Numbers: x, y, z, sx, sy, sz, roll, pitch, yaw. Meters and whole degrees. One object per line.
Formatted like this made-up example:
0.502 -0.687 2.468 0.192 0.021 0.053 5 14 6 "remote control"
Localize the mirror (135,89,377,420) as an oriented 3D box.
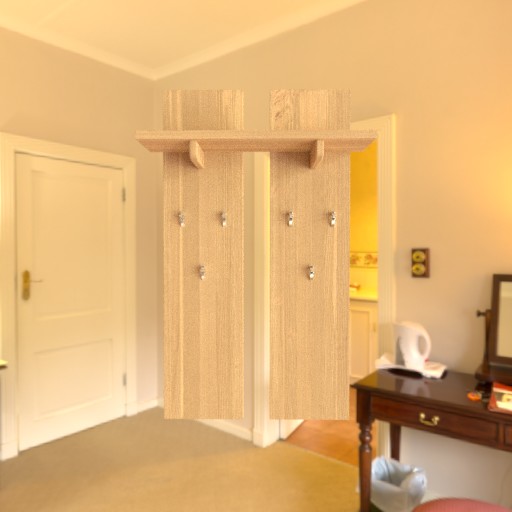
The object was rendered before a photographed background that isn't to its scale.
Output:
0.000 0.000 1.604 0.800 1.250 0.260 0 1 1 "mirror"
